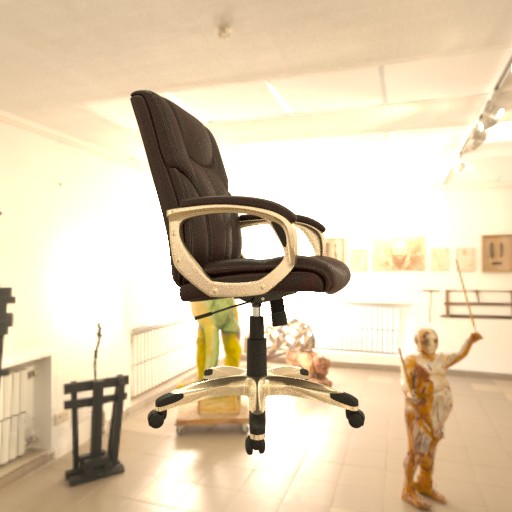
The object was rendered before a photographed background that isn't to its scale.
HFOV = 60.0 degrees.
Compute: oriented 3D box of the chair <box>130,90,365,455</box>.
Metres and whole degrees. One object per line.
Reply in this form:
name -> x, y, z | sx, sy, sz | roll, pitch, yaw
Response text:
chair -> 0.000, 0.000, 1.549 | 0.739, 1.107, 0.662 | 0, 0, 18
